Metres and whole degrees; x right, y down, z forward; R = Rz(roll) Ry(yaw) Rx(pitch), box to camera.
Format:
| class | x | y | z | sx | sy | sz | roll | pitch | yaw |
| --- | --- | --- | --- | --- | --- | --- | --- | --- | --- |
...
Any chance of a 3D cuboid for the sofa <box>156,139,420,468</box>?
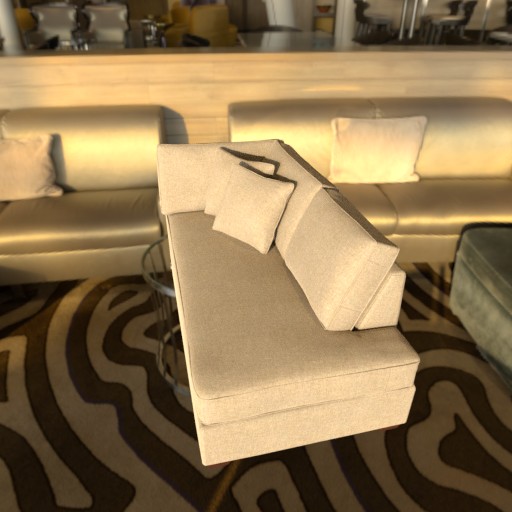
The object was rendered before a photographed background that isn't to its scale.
| class | x | y | z | sx | sy | sz | roll | pitch | yaw |
| --- | --- | --- | --- | --- | --- | --- | --- | --- | --- |
| sofa | 0.000 | 0.000 | 2.862 | 1.110 | 1.019 | 2.238 | -7 | 31 | -12 |
